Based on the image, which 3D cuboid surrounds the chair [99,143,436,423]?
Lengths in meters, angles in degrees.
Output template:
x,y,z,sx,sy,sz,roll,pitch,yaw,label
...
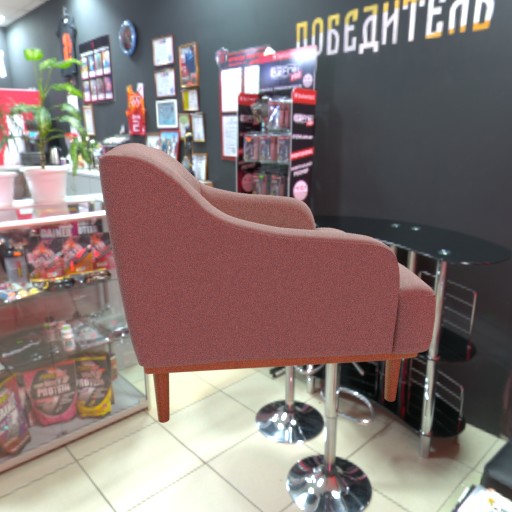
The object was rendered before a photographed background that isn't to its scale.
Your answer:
x,y,z,sx,sy,sz,roll,pitch,yaw,label
0.000,0.000,1.655,0.951,0.818,0.946,-3,16,-10,chair
